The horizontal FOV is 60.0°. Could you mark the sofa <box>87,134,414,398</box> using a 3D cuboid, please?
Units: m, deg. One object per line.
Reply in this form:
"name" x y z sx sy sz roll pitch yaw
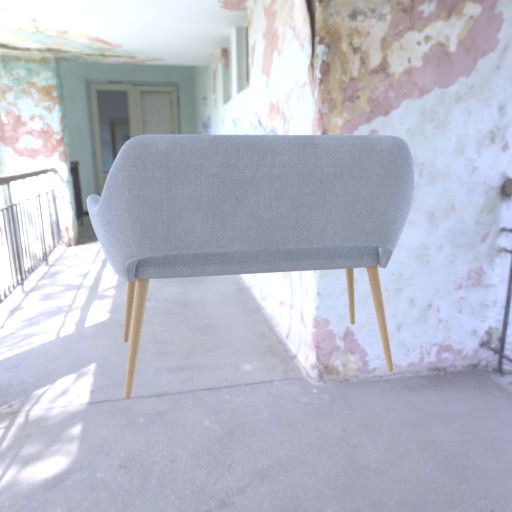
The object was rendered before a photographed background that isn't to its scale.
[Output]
"sofa" 0.000 0.000 1.610 1.150 0.840 0.610 -3 15 -10
